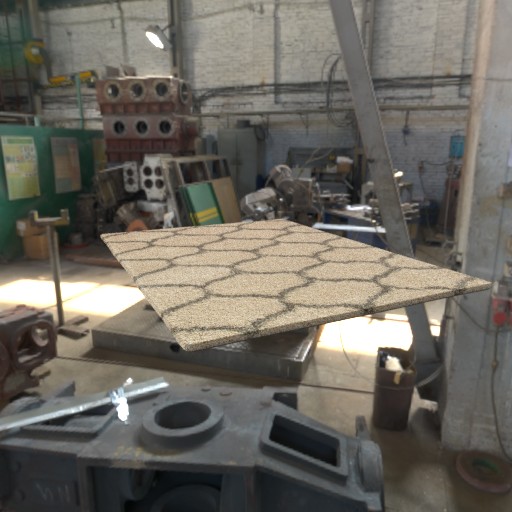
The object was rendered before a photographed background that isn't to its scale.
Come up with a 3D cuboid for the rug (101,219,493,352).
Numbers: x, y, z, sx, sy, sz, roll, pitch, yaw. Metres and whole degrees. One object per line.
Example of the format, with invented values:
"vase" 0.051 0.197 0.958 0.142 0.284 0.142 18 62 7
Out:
"rug" 0.000 0.000 2.094 1.200 0.025 1.600 -7 16 -25
